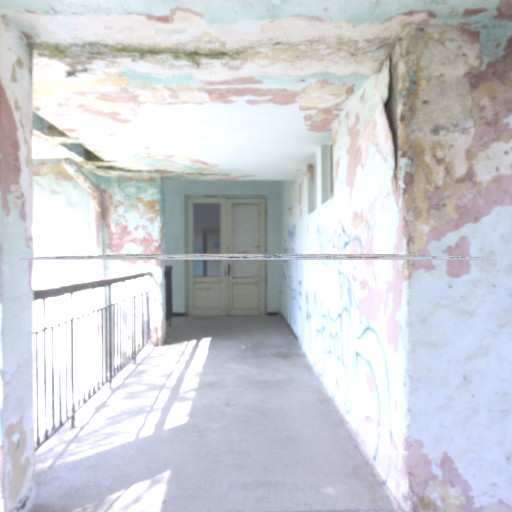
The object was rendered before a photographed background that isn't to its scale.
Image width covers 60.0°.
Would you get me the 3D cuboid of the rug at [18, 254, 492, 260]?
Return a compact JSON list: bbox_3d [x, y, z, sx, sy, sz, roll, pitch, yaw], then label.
[{"bbox_3d":[0.000,0.000,4.033,3.040,0.014,2.423,0,1,0],"label":"rug"}]
